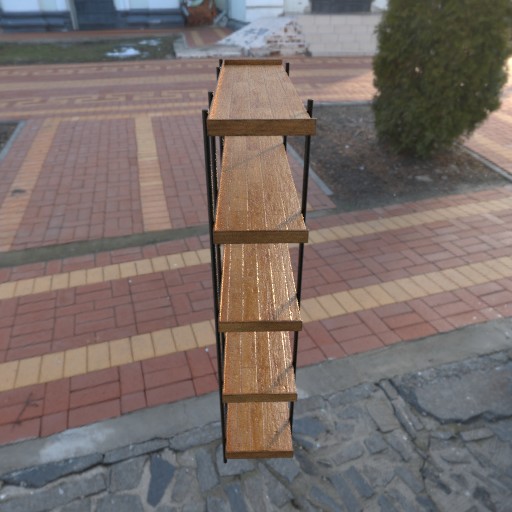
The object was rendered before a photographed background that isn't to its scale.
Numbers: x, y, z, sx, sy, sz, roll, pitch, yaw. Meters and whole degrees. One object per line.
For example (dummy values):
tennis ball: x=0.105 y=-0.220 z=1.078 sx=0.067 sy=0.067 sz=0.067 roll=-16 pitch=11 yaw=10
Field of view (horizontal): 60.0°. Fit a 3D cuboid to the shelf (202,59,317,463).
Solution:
shelf: x=0.000 y=0.000 z=2.413 sx=0.379 sy=1.826 sz=1.371 roll=-1 pitch=31 yaw=-1
